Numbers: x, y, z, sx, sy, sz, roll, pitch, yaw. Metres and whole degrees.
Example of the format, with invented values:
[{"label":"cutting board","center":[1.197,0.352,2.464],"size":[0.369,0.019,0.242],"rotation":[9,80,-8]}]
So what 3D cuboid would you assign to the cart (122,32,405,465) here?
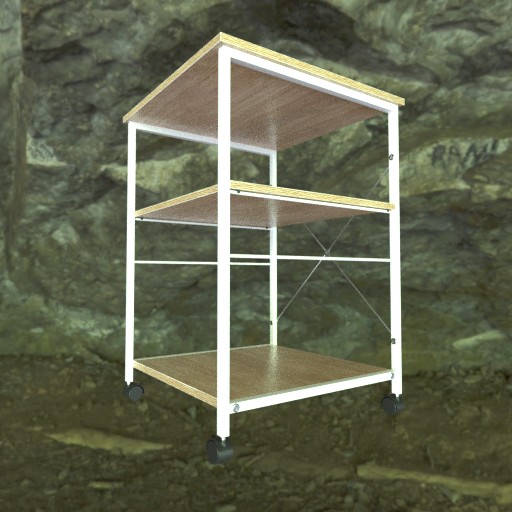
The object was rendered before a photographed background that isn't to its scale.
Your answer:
[{"label":"cart","center":[0.000,0.000,1.129],"size":[0.520,0.762,0.521],"rotation":[2,-3,-35]}]
